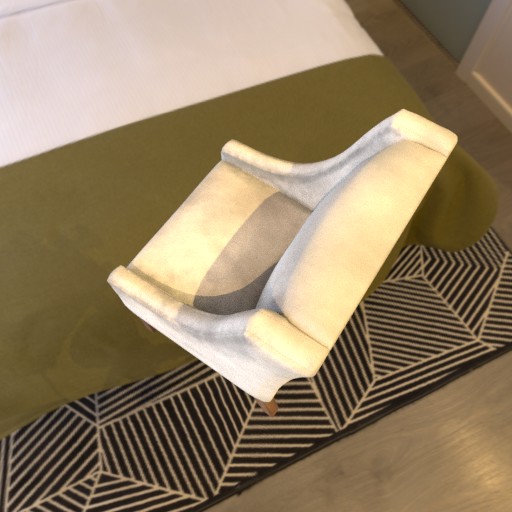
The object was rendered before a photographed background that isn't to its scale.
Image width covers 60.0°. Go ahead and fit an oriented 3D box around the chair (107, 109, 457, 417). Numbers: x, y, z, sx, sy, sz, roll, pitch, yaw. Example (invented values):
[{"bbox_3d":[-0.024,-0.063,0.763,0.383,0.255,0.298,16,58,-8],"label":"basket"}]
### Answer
[{"bbox_3d":[0.000,0.000,1.289,0.629,0.895,0.629,32,69,14],"label":"chair"}]
